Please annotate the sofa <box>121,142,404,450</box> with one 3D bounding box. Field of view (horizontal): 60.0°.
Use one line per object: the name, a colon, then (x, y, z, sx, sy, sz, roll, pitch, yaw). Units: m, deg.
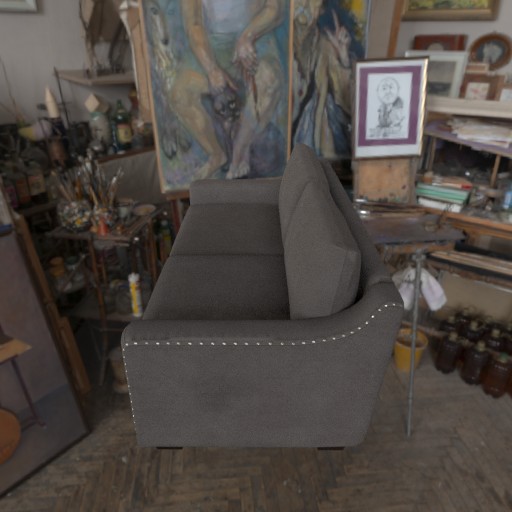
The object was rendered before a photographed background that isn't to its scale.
sofa: (0.000, 0.000, 3.252, 1.336, 1.196, 2.550, 0, 27, 0)
